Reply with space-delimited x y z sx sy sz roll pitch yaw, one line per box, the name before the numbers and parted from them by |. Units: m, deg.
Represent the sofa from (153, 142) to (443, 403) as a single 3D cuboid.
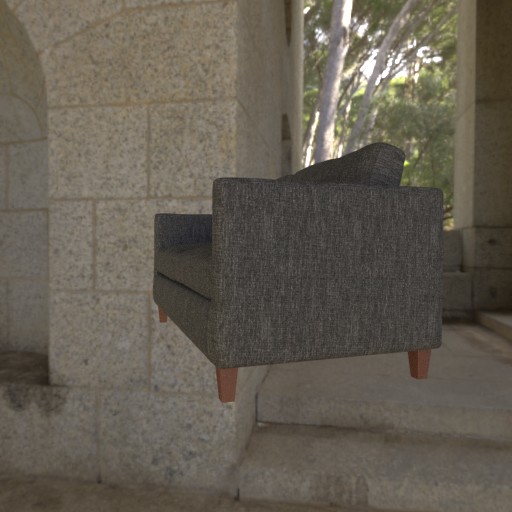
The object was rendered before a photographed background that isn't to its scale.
sofa | 0.000 0.000 2.464 0.950 0.963 1.884 0 1 -19
